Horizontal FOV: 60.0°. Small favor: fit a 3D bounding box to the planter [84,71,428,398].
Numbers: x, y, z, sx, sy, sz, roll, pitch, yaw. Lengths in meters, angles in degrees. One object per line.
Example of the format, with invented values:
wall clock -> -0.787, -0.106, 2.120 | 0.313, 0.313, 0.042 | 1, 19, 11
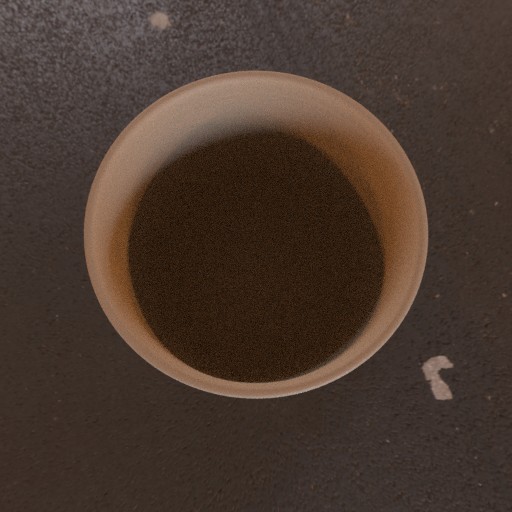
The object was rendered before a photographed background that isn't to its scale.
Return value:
planter -> 0.000, 0.000, 0.211 | 0.124, 0.109, 0.124 | 0, 75, 0
